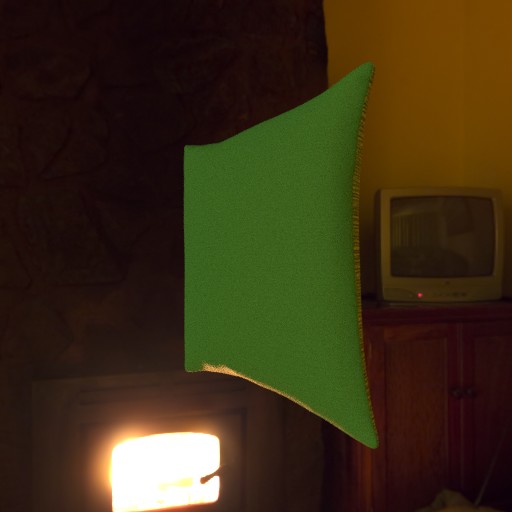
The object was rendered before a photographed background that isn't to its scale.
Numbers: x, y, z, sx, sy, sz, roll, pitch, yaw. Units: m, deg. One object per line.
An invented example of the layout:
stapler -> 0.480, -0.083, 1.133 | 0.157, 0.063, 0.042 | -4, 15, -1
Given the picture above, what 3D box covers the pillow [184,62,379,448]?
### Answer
pillow -> 0.000, 0.000, 0.767 | 0.150, 0.497, 0.514 | 0, -1, -37
